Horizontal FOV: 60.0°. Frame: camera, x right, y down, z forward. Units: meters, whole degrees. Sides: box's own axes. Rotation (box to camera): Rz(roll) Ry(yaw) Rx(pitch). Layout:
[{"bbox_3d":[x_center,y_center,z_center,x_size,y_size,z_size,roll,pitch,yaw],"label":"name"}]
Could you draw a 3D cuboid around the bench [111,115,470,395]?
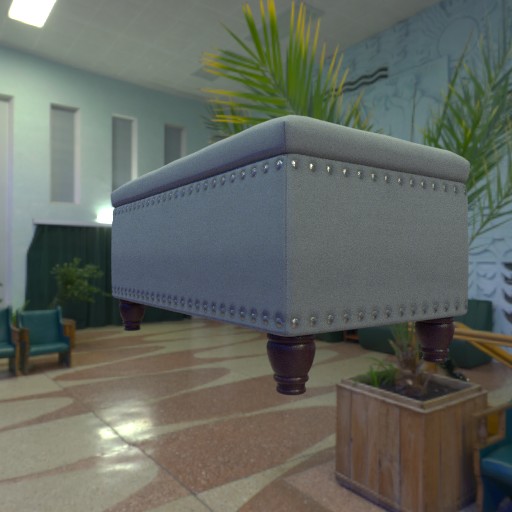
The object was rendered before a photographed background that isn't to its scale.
[{"bbox_3d":[0.000,0.000,1.155,0.500,0.449,0.887,0,-1,-34],"label":"bench"}]
